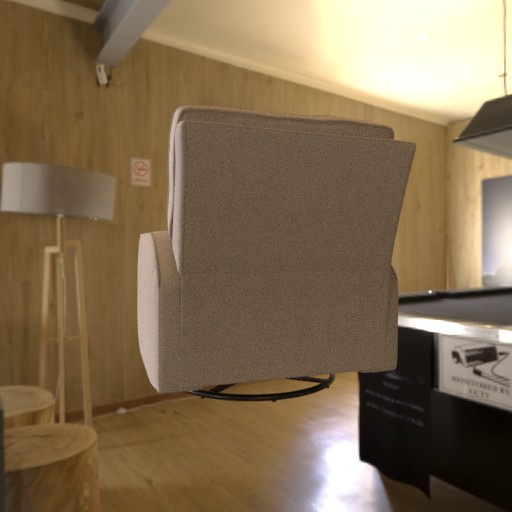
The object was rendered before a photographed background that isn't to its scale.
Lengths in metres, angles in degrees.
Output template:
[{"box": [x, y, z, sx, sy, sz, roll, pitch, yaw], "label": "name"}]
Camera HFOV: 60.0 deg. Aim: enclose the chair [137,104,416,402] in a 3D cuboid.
[{"box": [0.000, 0.000, 1.729, 0.861, 0.964, 0.969, 0, 1, -19], "label": "chair"}]
